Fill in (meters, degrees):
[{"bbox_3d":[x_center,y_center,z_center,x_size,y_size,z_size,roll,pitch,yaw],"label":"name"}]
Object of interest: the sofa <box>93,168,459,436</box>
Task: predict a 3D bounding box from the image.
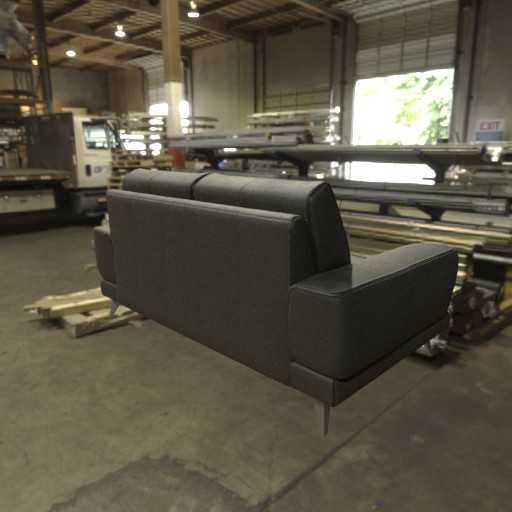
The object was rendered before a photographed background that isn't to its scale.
[{"bbox_3d":[0.000,0.000,2.393,1.806,0.907,1.018,14,19,43],"label":"sofa"}]
